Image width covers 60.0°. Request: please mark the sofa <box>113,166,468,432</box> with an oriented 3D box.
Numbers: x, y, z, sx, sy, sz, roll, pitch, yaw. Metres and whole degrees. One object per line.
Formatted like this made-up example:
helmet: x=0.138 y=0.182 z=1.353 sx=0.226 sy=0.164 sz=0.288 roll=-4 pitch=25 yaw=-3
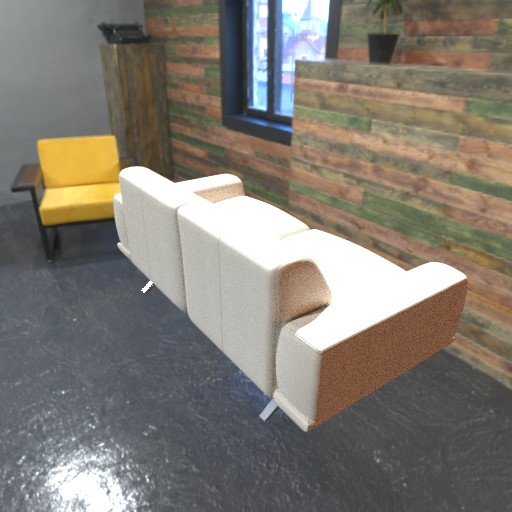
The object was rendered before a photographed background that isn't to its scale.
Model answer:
sofa: x=0.000 y=0.000 z=2.368 sx=0.900 sy=0.772 sz=1.901 roll=-18 pitch=31 yaw=-31
